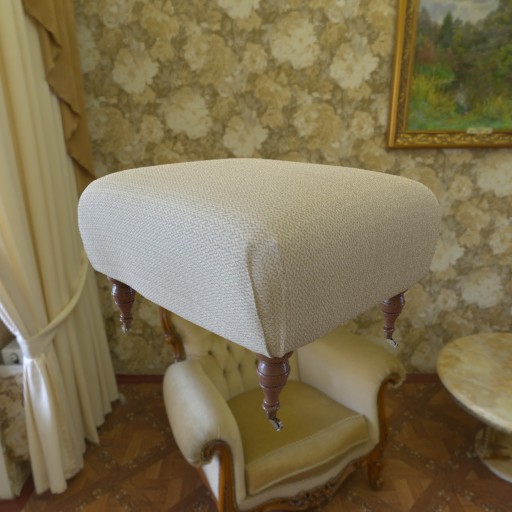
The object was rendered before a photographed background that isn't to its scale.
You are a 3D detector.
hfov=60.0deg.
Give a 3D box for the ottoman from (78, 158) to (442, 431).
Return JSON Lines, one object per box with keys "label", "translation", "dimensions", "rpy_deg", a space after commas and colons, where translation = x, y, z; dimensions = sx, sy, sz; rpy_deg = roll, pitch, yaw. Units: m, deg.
{"label": "ottoman", "translation": [0.000, 0.000, 1.093], "dimensions": [0.684, 0.447, 0.622], "rpy_deg": [17, 24, 42]}
